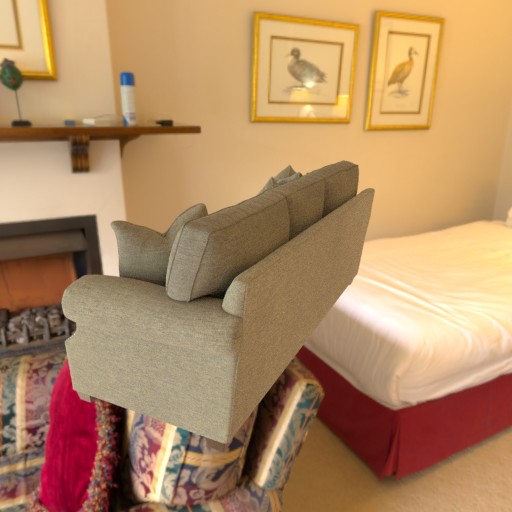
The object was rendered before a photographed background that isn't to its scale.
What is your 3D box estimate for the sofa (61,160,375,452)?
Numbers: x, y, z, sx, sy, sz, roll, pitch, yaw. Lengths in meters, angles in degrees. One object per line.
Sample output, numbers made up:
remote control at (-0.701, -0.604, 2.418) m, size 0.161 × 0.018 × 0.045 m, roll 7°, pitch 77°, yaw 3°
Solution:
sofa at (0.000, 0.000, 2.720) m, size 0.965 × 0.975 × 2.312 m, roll 9°, pitch 20°, yaw 24°
